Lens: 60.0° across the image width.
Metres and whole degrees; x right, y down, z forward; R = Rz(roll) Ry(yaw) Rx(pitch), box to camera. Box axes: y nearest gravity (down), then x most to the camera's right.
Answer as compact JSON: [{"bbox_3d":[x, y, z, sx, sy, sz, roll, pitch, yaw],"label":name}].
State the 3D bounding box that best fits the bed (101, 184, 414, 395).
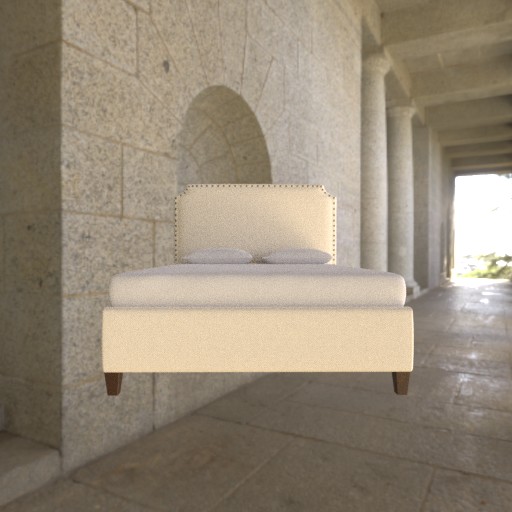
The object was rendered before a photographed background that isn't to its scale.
[{"bbox_3d":[0.000,0.000,3.547,1.712,1.497,2.372,0,0,0],"label":"bed"}]
